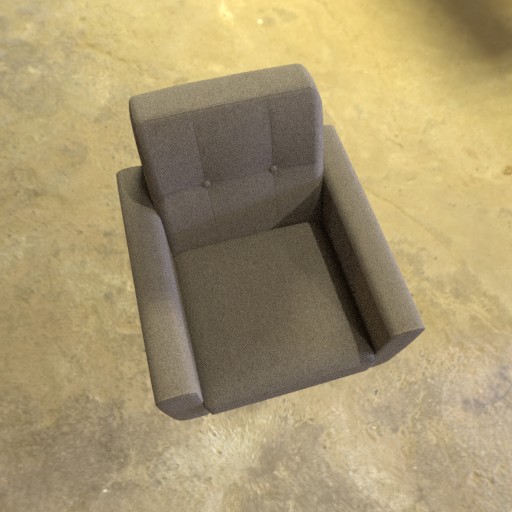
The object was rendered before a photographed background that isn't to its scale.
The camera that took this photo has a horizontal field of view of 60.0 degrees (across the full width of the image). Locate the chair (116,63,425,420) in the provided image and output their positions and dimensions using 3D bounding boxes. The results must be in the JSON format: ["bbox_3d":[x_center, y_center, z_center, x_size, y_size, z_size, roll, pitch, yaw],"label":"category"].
[{"bbox_3d":[0.000,0.000,1.556,0.831,0.839,0.907,-14,65,-7],"label":"chair"}]
